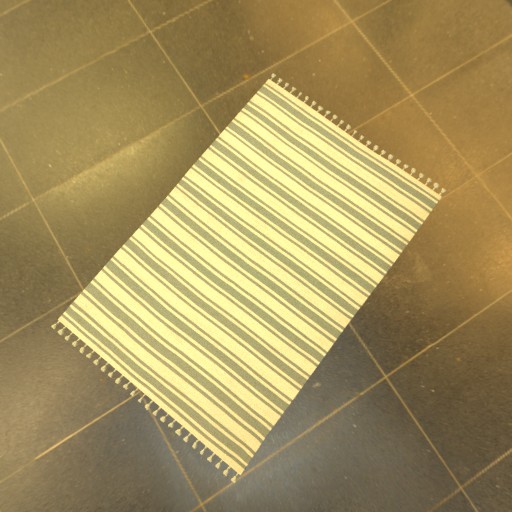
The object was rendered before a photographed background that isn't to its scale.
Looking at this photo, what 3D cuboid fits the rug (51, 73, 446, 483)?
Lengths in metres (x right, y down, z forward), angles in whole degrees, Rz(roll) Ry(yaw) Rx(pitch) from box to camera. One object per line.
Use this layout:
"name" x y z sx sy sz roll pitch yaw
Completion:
"rug" 0.000 0.000 3.015 1.539 0.011 2.410 37 79 8
